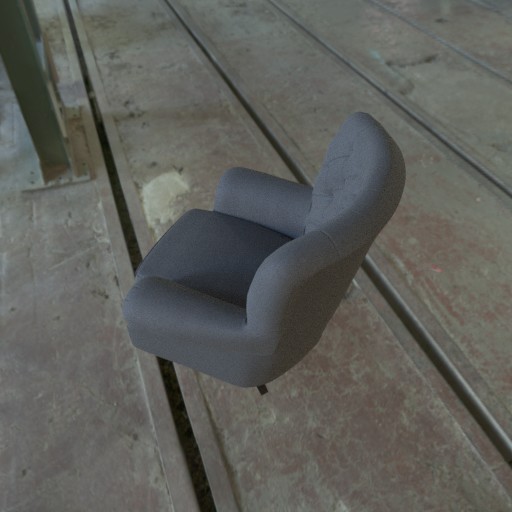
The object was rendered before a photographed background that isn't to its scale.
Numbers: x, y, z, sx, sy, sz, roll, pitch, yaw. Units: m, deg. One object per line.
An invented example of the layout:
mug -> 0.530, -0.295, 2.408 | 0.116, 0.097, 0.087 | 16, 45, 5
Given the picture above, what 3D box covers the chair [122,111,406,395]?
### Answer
chair -> 0.000, 0.000, 1.852 | 0.983, 1.046, 0.983 | 17, 49, 16
